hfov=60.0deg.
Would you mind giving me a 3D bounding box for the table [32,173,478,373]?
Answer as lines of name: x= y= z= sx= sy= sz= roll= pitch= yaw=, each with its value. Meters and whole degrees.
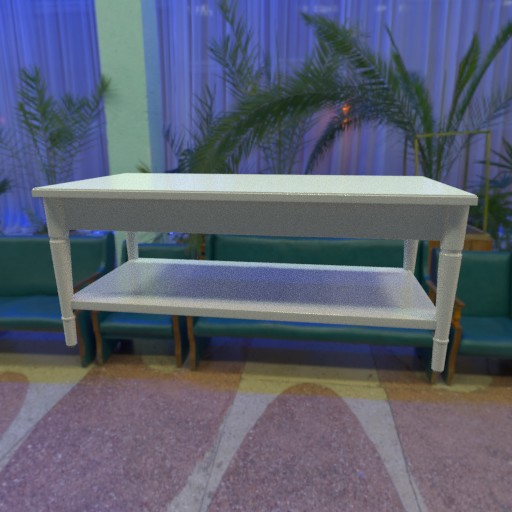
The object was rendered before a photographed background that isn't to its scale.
table: x=0.000 y=0.000 z=1.370 sx=1.067 sy=0.457 sz=0.559 roll=2 pitch=15 yaw=8
